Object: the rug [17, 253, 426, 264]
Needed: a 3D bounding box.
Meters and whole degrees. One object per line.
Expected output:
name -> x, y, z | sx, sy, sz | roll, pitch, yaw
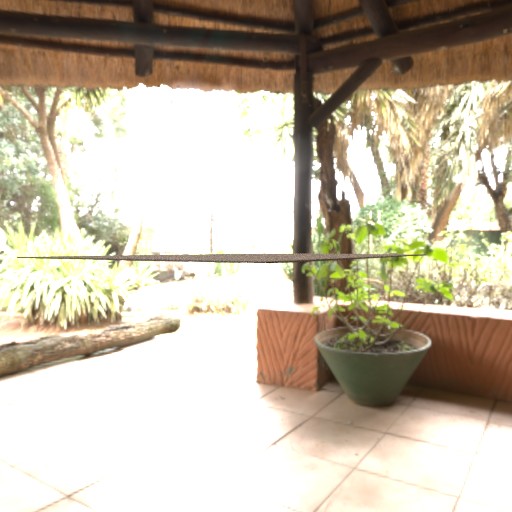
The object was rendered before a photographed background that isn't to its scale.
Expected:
rug -> 0.000, 0.000, 2.857 | 1.593, 0.008, 2.238 | 1, 1, 34
